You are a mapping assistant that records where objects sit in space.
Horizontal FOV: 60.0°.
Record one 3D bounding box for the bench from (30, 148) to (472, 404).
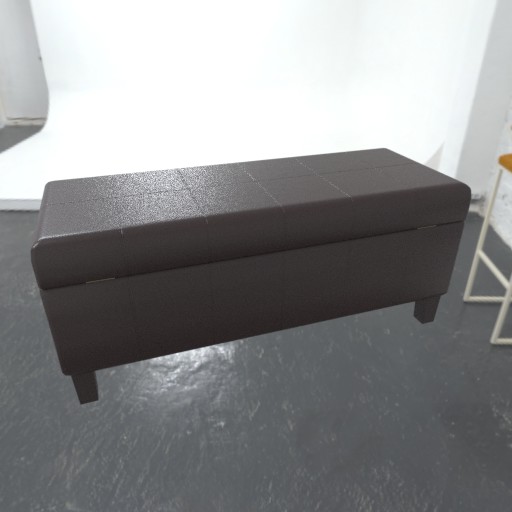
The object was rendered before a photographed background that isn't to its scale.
[{"bbox_3d":[0.000,0.000,1.300,1.092,0.457,0.429,-9,30,-16],"label":"bench"}]
